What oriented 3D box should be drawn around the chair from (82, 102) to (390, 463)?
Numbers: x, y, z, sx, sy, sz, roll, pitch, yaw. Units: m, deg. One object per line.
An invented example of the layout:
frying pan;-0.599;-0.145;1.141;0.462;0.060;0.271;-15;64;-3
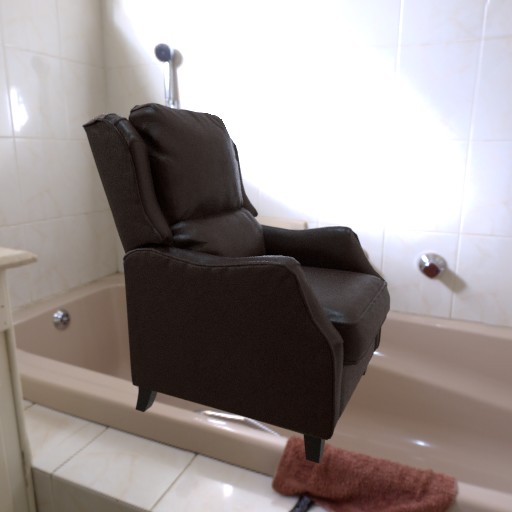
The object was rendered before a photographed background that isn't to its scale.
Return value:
chair;0.000;0.000;1.738;0.982;1.132;0.770;6;14;25
